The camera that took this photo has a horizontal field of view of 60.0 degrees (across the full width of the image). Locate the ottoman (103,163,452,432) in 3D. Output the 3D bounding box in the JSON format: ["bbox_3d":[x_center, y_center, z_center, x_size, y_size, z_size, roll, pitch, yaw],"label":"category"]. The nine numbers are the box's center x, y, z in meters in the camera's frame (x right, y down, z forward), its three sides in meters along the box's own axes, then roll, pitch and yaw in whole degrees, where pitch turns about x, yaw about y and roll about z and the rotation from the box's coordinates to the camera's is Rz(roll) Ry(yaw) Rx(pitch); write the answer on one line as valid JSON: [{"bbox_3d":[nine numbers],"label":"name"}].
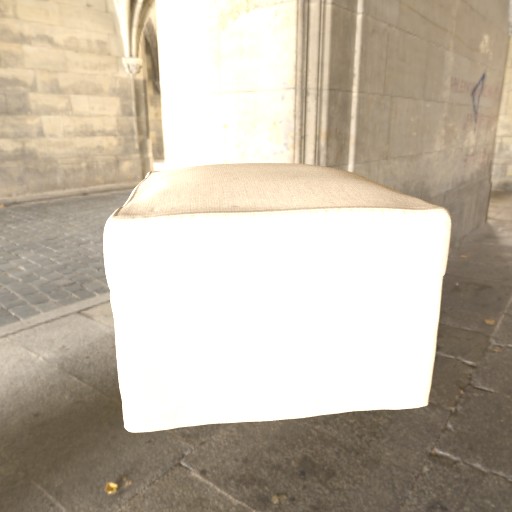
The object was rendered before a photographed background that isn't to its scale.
[{"bbox_3d":[0.000,0.000,1.222,0.650,0.485,0.833,-2,17,-8],"label":"ottoman"}]
